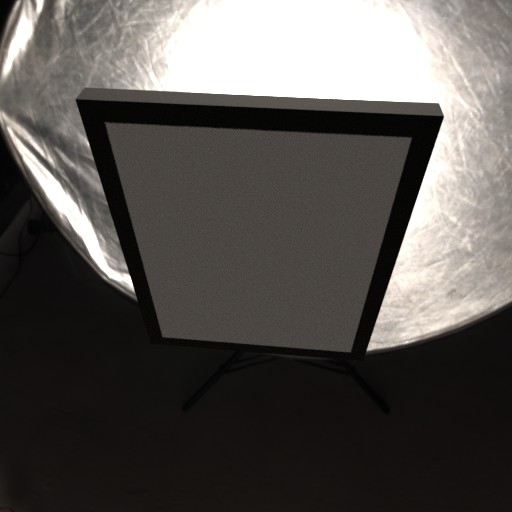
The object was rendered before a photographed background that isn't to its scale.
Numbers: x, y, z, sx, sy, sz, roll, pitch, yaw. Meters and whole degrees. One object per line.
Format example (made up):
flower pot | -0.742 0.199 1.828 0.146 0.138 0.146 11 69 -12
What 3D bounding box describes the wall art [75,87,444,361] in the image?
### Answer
wall art | 0.000 0.000 0.547 0.329 0.404 0.024 4 46 4
